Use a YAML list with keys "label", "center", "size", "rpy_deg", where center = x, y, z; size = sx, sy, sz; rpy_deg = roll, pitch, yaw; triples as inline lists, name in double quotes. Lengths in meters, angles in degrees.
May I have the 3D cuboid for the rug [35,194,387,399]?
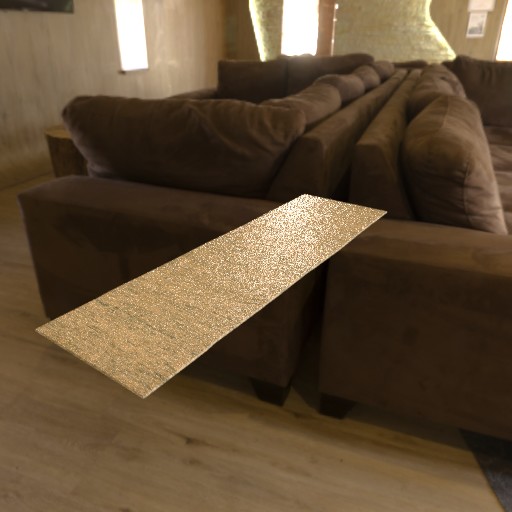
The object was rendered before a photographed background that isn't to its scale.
- label: "rug"
  center: [0.000, 0.000, 2.556]
  size: [0.700, 0.014, 2.290]
  rpy_deg: [18, 31, 32]
